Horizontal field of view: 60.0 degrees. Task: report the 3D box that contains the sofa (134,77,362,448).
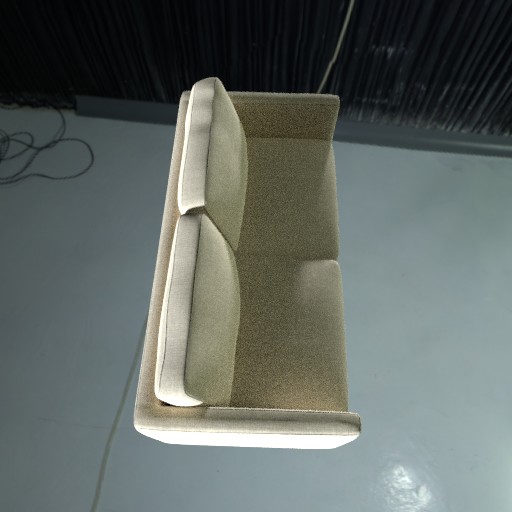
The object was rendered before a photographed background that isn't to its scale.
[{"bbox_3d":[0.000,0.000,2.417,0.950,0.963,1.884,2,63,1],"label":"sofa"}]
